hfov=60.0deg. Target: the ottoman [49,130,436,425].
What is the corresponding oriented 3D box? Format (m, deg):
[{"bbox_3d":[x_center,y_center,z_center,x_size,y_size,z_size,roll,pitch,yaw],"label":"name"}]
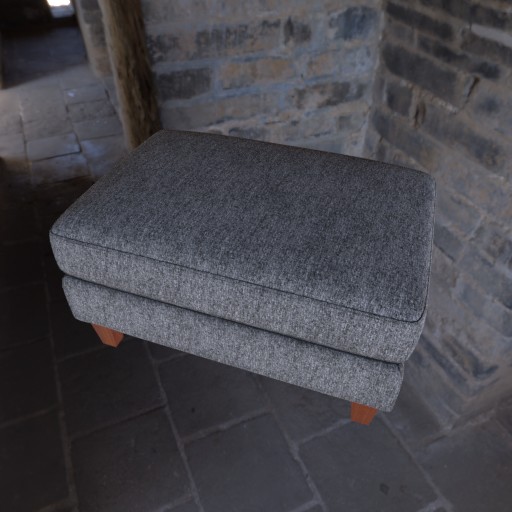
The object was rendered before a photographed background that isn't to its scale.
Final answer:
[{"bbox_3d":[0.000,0.000,1.223,0.864,0.483,0.584,13,43,14],"label":"ottoman"}]
